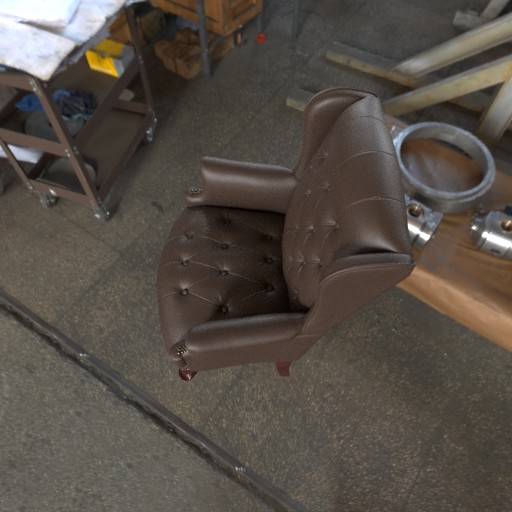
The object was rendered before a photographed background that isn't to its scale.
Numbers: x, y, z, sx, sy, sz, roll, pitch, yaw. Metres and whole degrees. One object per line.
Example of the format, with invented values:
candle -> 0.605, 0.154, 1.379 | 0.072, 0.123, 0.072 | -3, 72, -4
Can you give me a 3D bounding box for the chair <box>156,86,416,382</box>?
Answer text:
chair -> 0.000, 0.000, 1.705 | 0.819, 1.132, 0.829 | 0, 59, 0
